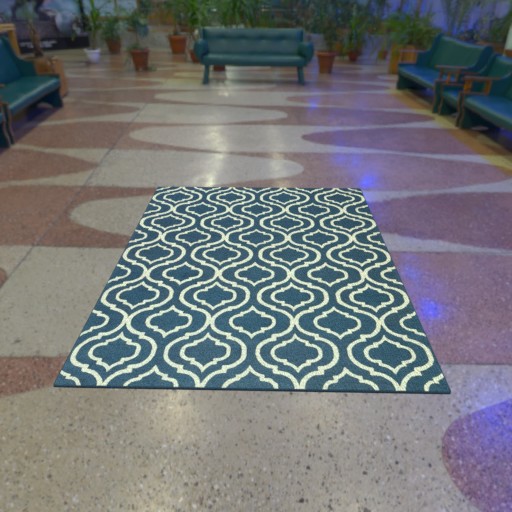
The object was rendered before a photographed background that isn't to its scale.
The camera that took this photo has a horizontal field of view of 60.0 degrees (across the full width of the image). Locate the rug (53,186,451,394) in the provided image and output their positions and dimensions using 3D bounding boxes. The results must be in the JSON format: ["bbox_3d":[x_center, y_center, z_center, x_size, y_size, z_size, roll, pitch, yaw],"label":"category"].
[{"bbox_3d":[0.000,0.000,3.742,2.270,0.020,2.881,1,32,1],"label":"rug"}]
